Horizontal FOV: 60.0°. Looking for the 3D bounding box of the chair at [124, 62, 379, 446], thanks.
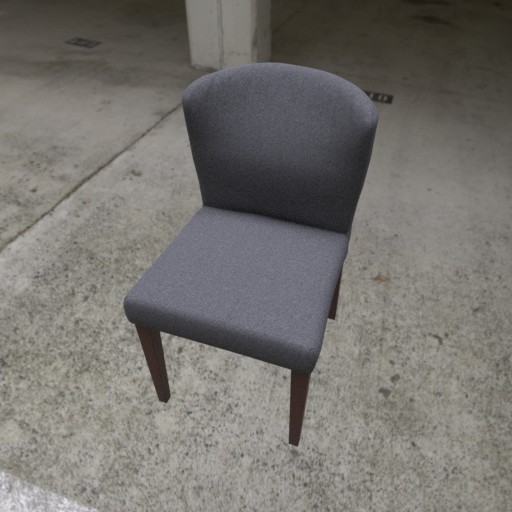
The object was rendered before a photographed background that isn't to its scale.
[{"bbox_3d":[0.000,0.000,1.205,0.491,0.839,0.592,13,42,14],"label":"chair"}]
